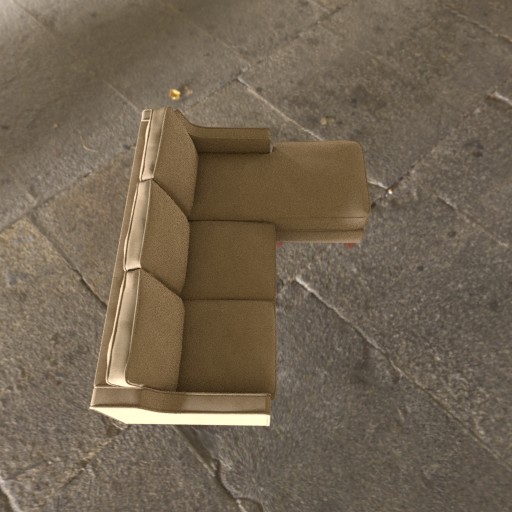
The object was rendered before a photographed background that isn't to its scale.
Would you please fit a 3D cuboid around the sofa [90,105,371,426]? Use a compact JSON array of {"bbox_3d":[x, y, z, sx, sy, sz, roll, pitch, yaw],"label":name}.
[{"bbox_3d":[0.000,0.000,3.326,1.858,1.066,2.317,1,63,0],"label":"sofa"}]
